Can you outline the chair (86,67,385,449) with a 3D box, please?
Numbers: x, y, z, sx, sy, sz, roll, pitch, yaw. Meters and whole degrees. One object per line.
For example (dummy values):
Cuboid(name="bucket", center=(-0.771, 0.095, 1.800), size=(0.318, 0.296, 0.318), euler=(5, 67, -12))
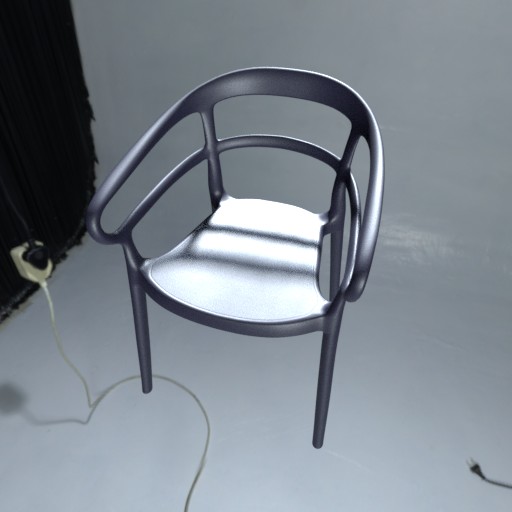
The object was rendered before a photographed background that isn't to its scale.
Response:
Cuboid(name="chair", center=(0.000, 0.000, 1.124), size=(0.559, 0.761, 0.527), euler=(12, 42, 14))
